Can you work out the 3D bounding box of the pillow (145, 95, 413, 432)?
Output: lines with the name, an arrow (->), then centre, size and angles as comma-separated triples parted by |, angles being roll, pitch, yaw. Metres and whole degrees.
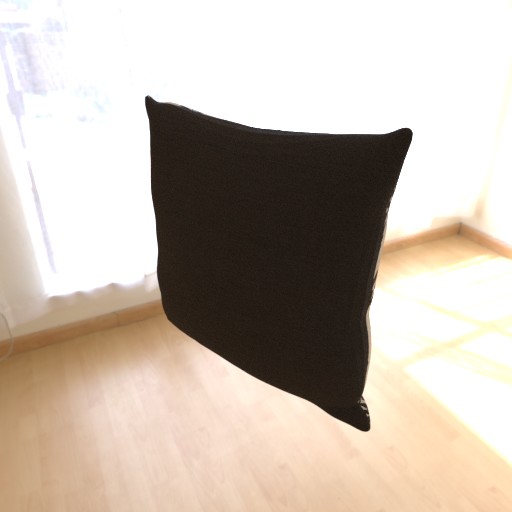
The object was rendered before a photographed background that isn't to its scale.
pillow -> 0.000, 0.000, 0.676 | 0.440, 0.441, 0.182 | 21, 35, 33
